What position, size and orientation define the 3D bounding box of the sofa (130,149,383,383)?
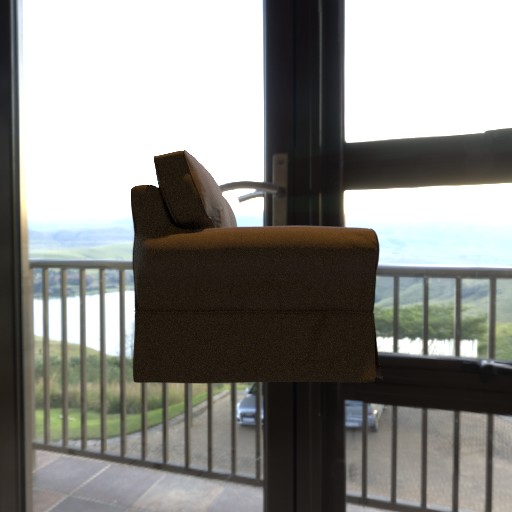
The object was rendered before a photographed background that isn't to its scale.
[{"bbox_3d":[0.000,0.000,2.771,0.991,0.943,2.248,0,1,0],"label":"sofa"}]
